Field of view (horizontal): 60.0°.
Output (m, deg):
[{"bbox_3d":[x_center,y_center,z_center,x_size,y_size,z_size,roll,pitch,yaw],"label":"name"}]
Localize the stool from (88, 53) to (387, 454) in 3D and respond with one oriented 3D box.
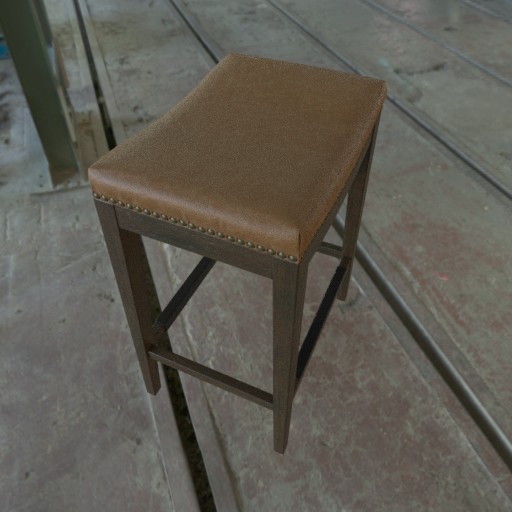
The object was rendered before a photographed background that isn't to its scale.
[{"bbox_3d":[0.000,0.000,0.962,0.361,0.660,0.500,18,49,17],"label":"stool"}]
